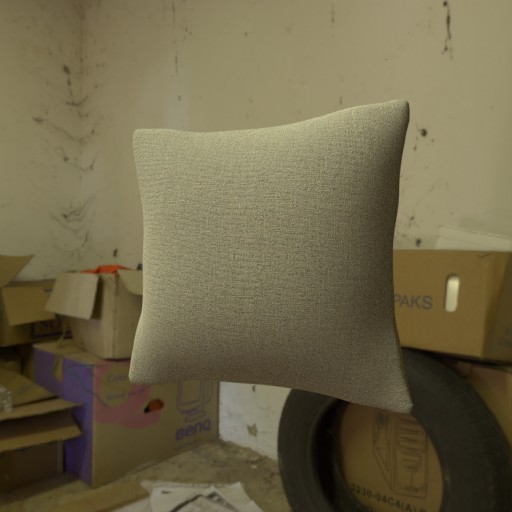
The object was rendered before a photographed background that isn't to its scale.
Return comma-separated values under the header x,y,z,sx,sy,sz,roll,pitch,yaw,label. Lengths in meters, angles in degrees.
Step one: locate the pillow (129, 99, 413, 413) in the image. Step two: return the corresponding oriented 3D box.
x,y,z,sx,sy,sz,roll,pitch,yaw,label
0.000,0.000,0.656,0.437,0.419,0.136,0,-1,19,pillow
